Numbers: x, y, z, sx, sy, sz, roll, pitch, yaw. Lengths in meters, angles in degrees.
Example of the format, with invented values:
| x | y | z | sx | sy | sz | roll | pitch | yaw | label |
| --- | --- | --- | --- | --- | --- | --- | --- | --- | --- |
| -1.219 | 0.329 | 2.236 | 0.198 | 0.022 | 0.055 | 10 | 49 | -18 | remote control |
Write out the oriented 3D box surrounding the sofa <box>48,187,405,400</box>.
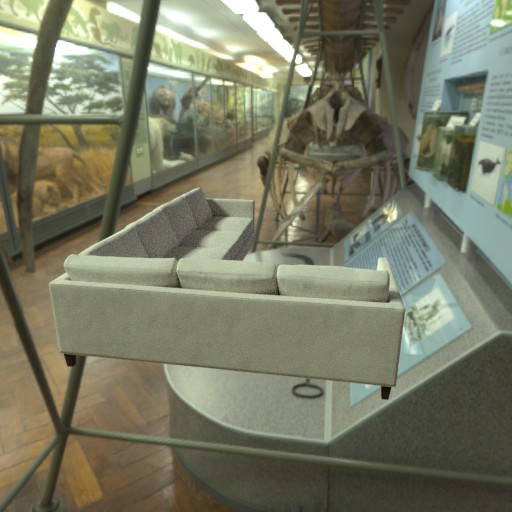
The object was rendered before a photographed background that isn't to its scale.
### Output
| x | y | z | sx | sy | sz | roll | pitch | yaw | label |
| --- | --- | --- | --- | --- | --- | --- | --- | --- | --- |
| 0.000 | 0.000 | 4.452 | 2.432 | 0.863 | 3.182 | 3 | 19 | 9 | sofa |
